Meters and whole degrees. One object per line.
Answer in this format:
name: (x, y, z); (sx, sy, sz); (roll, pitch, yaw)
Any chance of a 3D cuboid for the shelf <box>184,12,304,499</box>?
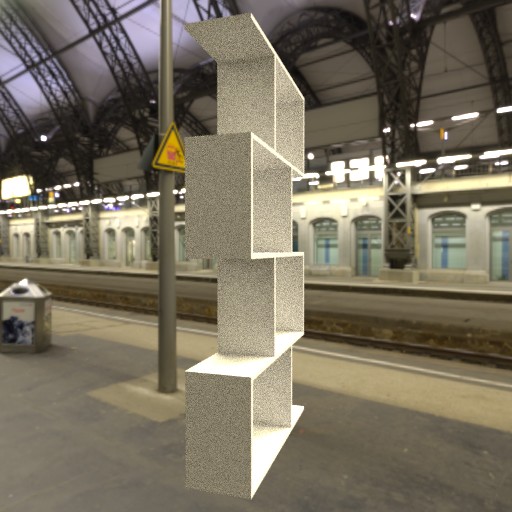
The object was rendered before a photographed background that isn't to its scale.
shelf: (0.000, 0.000, 1.964); (0.250, 1.650, 0.890); (0, 1, 18)
